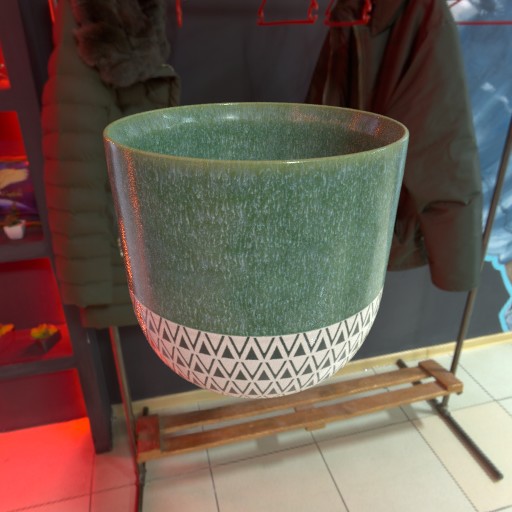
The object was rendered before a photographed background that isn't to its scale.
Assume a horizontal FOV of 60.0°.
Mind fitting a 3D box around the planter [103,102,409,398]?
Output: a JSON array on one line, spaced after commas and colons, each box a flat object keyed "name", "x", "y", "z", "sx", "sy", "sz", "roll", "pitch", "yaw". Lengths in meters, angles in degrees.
[{"name": "planter", "x": 0.000, "y": 0.000, "z": 0.462, "sx": 0.266, "sy": 0.270, "sz": 0.266, "roll": 0, "pitch": 27, "yaw": 0}]
